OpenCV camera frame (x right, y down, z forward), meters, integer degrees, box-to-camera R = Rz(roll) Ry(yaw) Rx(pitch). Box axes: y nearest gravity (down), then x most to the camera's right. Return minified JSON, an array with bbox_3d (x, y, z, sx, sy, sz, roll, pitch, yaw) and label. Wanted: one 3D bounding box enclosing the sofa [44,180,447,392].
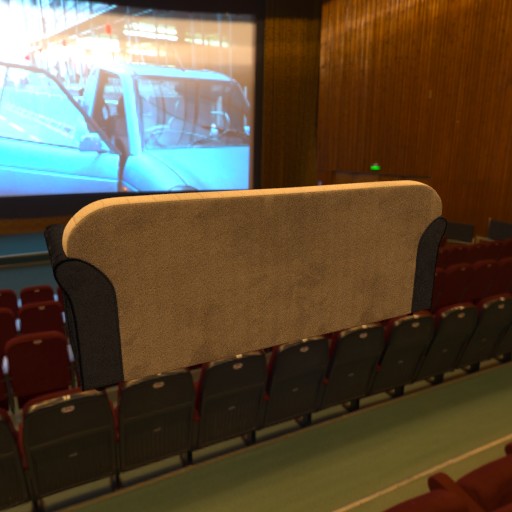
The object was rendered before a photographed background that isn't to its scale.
[{"bbox_3d":[0.000,0.000,2.379,2.006,0.789,0.749,-8,17,-26],"label":"sofa"}]
